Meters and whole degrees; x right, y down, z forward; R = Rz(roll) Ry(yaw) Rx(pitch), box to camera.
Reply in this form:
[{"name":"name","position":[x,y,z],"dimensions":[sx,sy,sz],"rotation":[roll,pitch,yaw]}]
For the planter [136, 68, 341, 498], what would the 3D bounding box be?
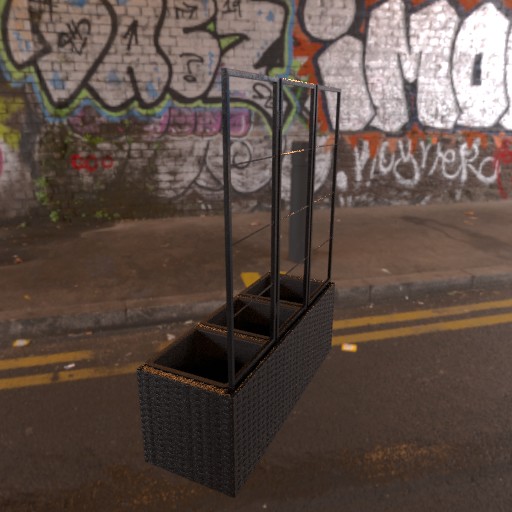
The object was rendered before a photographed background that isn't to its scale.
[{"name":"planter","position":[0.000,0.000,1.153],"dimensions":[0.244,0.841,0.698],"rotation":[8,20,25]}]
